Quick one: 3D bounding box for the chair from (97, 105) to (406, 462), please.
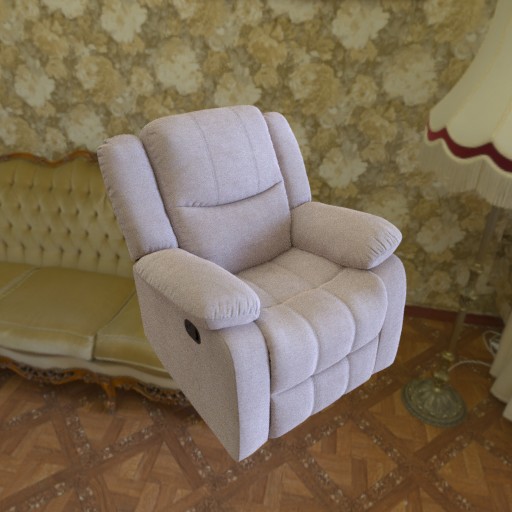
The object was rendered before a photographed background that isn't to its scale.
[{"bbox_3d":[0.000,0.000,1.741,0.899,1.008,0.944,-20,36,-30],"label":"chair"}]
